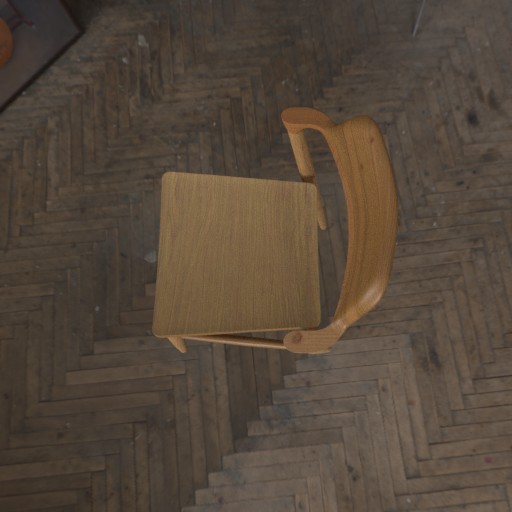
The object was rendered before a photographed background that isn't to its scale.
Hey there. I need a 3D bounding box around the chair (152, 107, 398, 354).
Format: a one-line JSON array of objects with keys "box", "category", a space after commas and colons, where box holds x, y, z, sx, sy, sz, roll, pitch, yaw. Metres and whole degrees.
[{"box": [0.000, 0.000, 1.145, 0.499, 0.792, 0.512, 0, 75, 0], "category": "chair"}]
